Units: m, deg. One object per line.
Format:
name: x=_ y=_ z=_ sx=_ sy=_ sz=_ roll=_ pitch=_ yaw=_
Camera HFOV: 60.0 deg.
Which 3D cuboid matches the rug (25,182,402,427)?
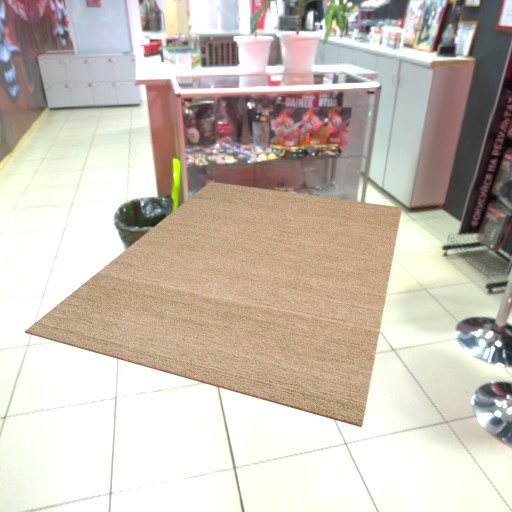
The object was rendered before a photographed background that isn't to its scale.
rug: x=0.000 y=0.000 z=4.157 sx=2.425 sy=0.016 sz=3.198 roll=10 pitch=32 yaw=17
